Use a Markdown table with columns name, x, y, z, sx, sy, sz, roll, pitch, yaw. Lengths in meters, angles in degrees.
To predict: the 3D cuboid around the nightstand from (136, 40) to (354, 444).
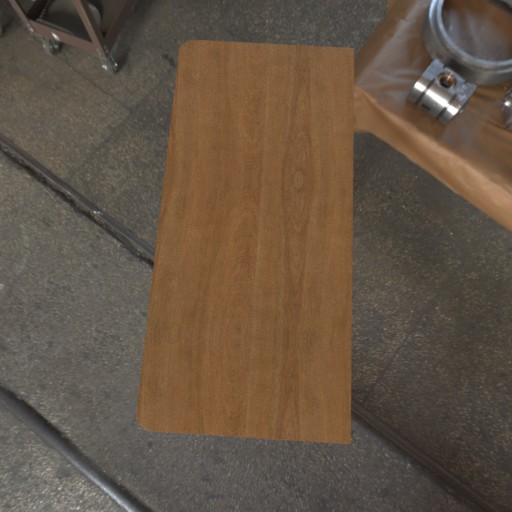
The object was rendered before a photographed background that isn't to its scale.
| name | x | y | z | sx | sy | sz | roll | pitch | yaw |
| --- | --- | --- | --- | --- | --- | --- | --- | --- | --- |
| nightstand | 0.000 | 0.000 | 1.329 | 0.432 | 0.700 | 0.914 | 3 | 76 | 1 |
